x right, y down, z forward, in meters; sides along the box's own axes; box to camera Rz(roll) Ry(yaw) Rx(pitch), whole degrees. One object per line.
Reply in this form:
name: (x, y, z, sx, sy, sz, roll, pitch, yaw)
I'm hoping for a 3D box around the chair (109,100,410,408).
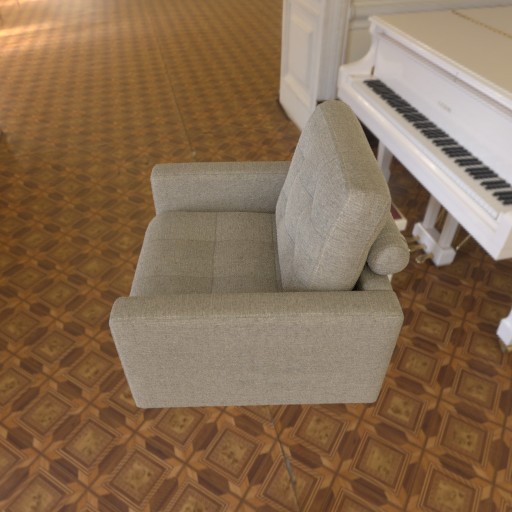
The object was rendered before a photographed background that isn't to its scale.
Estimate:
chair: (0.000, 0.000, 1.541, 0.843, 0.880, 0.821, -1, 41, -1)
